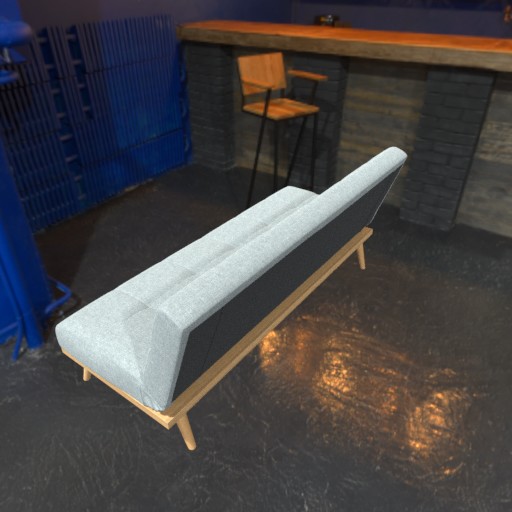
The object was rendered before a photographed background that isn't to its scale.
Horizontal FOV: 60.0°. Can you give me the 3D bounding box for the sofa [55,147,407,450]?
[{"bbox_3d":[0.000,0.000,2.254,0.800,0.800,1.820,22,38,30],"label":"sofa"}]
